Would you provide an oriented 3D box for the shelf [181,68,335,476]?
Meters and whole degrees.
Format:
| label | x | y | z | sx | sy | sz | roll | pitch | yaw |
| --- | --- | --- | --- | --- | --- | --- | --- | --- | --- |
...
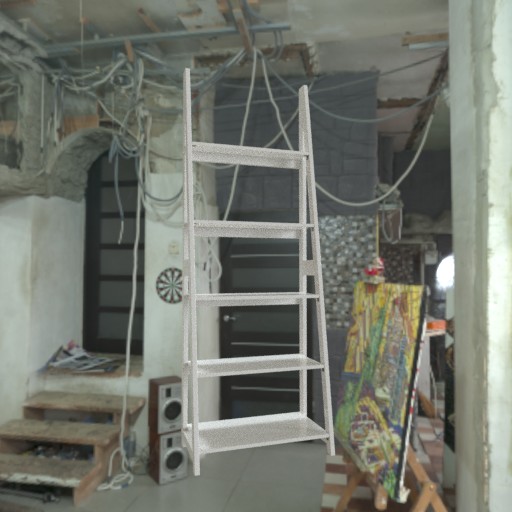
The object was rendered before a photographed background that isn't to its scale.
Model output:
| label | x | y | z | sx | sy | sz | roll | pitch | yaw |
| --- | --- | --- | --- | --- | --- | --- | --- | --- | --- |
| shelf | 0.000 | 0.000 | 2.064 | 0.636 | 1.779 | 0.341 | 1 | -2 | -18 |
